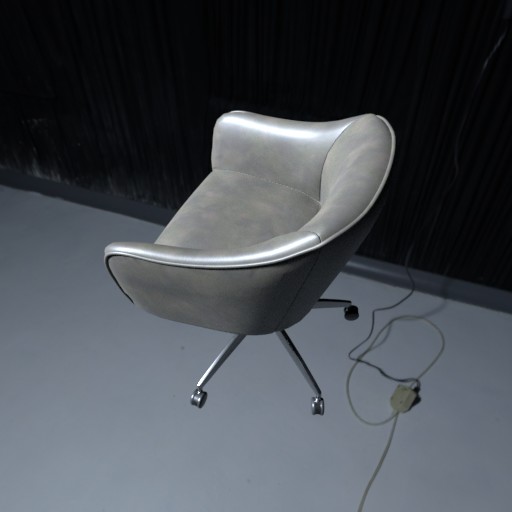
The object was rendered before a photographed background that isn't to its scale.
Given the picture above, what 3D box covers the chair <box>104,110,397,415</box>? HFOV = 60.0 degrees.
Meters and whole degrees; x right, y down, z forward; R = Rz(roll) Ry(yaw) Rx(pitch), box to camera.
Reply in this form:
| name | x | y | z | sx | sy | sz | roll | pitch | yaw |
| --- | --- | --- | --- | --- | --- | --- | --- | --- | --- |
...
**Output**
| name | x | y | z | sx | sy | sz | roll | pitch | yaw |
| --- | --- | --- | --- | --- | --- | --- | --- | --- | --- |
| chair | 0.000 | 0.000 | 1.360 | 0.689 | 0.827 | 0.713 | 16 | 49 | 15 |
